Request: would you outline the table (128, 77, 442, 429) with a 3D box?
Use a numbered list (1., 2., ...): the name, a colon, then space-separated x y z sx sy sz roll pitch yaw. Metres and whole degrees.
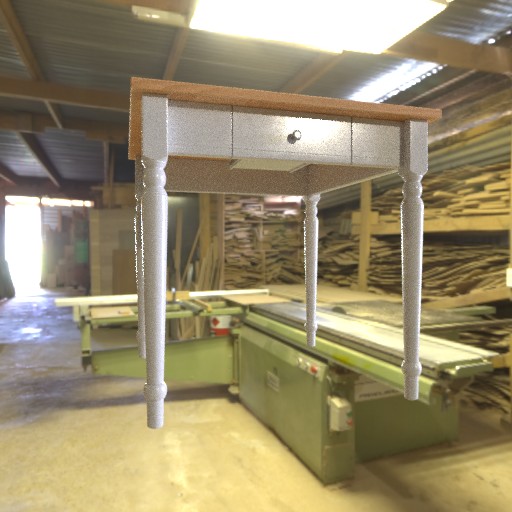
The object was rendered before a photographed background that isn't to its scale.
1. table: 0.000 0.000 1.364 0.747 0.738 0.747 0 1 -16
